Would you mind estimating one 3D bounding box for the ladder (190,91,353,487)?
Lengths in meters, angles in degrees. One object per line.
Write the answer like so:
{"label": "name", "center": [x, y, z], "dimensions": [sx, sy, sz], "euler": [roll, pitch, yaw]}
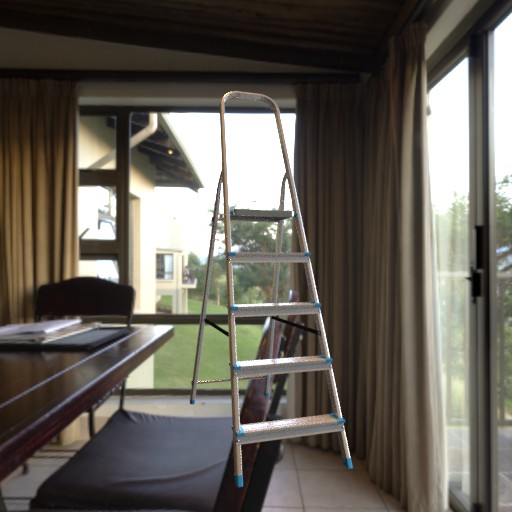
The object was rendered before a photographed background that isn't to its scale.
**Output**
{"label": "ladder", "center": [0.000, 0.000, 2.117], "dimensions": [0.468, 1.648, 0.990], "euler": [0, -1, -18]}
